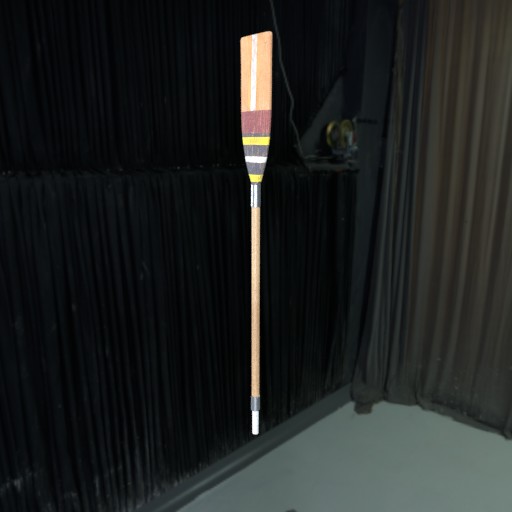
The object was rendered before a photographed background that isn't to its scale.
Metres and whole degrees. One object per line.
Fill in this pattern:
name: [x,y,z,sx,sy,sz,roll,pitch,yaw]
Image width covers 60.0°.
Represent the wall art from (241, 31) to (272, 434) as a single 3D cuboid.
wall art: [0.000,0.000,1.698,0.038,1.556,0.146,-13,19,-43]
